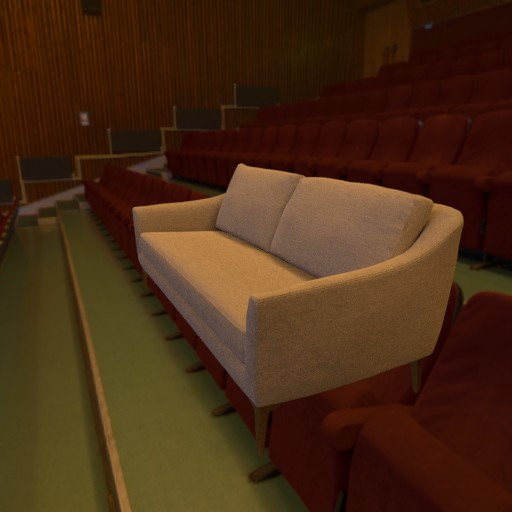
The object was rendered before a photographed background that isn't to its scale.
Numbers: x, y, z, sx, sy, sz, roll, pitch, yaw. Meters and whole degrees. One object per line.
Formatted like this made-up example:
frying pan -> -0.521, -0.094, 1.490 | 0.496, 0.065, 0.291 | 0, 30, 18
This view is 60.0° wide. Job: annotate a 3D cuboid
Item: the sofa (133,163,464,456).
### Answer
sofa -> 0.000, 0.000, 2.495 | 0.980, 0.913, 2.036 | -7, 17, -25
